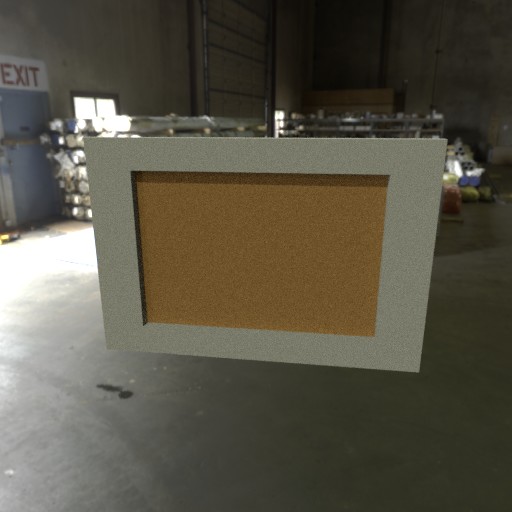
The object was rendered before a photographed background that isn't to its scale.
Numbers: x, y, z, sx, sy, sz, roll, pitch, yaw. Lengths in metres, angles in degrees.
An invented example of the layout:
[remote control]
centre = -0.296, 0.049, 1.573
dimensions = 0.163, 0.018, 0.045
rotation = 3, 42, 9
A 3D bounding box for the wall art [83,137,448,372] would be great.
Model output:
[wall art]
centre = 0.000, 0.000, 1.198
dimensions = 0.906, 0.617, 0.033
rotation = 2, 17, 8
